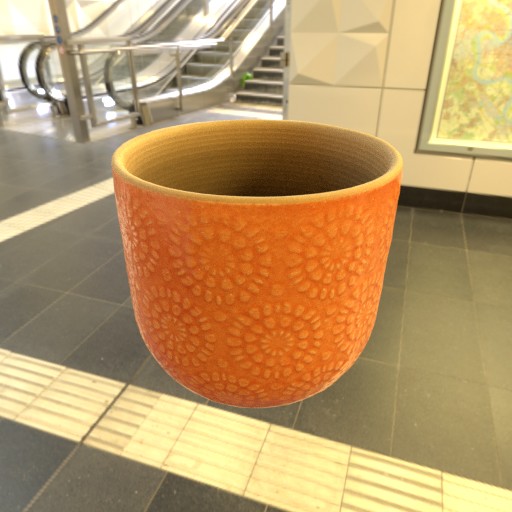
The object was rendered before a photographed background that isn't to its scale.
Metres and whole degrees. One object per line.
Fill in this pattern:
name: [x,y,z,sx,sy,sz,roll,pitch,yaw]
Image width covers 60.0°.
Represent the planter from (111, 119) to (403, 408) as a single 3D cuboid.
planter: [0.000,0.000,0.295,0.170,0.152,0.170,0,29,0]
